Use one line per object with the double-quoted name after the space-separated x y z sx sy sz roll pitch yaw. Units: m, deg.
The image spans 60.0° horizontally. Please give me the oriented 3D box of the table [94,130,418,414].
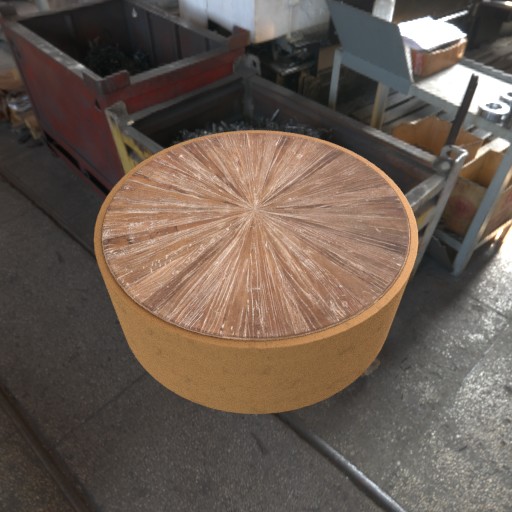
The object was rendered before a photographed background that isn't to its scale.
0.000 0.000 1.554 1.001 0.409 1.001 0 46 0 "table"
